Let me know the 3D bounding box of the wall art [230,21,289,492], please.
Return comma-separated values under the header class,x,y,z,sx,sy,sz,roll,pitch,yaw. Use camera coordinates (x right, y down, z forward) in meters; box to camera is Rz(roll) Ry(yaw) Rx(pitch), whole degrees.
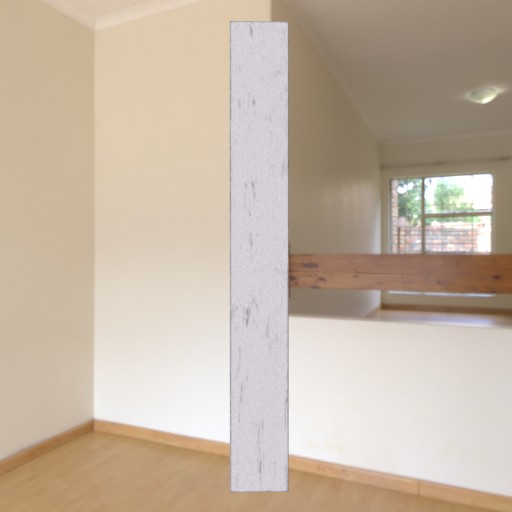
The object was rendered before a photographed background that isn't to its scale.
class,x,y,z,sx,sy,sz,roll,pitch,yaw
wall art,0.000,0.000,0.439,0.038,0.305,0.305,0,0,-1
